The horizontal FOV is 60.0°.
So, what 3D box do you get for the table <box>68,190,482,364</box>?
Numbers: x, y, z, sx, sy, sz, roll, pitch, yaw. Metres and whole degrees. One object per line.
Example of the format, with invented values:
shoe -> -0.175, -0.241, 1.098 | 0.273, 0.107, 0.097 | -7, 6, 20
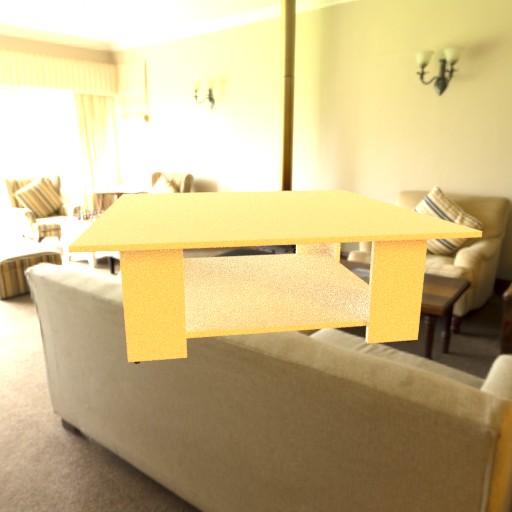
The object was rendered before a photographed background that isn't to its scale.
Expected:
table -> 0.000, 0.000, 1.395 | 0.890, 0.305, 0.890 | -2, 15, -9
